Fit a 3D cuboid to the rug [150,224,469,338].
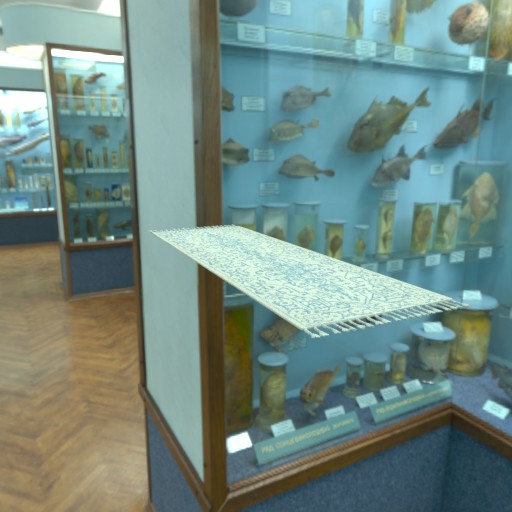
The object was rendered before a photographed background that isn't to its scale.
[{"bbox_3d":[0.000,0.000,2.726,0.774,0.011,2.449,-6,14,-25],"label":"rug"}]
